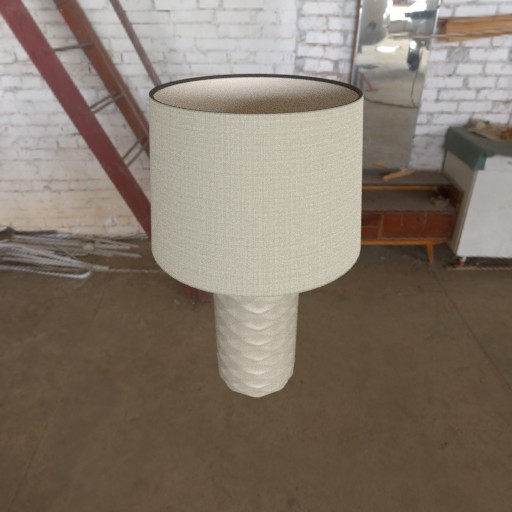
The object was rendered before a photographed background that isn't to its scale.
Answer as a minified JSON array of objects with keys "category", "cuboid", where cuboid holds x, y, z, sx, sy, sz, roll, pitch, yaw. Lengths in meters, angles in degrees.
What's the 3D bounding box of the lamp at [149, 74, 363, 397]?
[{"category":"lamp","cuboid":[0.000,0.000,0.833,0.376,0.594,0.376,0,30,0]}]
